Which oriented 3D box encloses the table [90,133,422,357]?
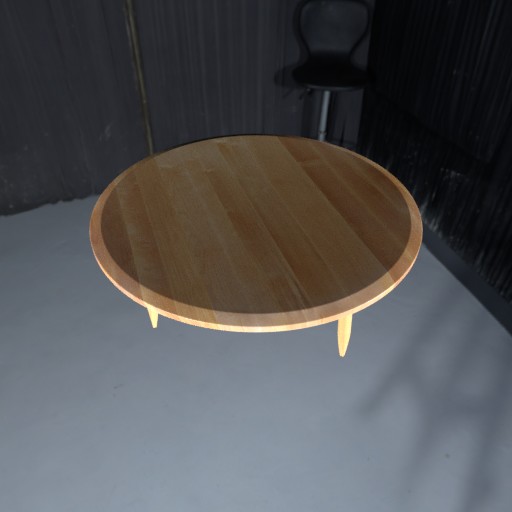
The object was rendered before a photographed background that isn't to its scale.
[{"bbox_3d":[0.000,0.000,1.372,0.900,0.400,0.900,0,40,0],"label":"table"}]
